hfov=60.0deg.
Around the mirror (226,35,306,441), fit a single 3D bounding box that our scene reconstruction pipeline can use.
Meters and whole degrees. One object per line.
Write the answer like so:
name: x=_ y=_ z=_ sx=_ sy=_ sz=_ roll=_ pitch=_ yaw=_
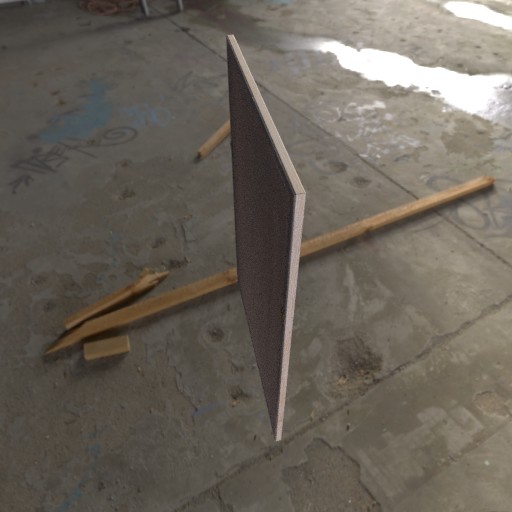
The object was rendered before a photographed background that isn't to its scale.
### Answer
mirror: x=0.000 y=0.000 z=1.308 sx=0.025 sy=0.996 sz=0.705 roll=-8 pitch=46 yaw=-8
